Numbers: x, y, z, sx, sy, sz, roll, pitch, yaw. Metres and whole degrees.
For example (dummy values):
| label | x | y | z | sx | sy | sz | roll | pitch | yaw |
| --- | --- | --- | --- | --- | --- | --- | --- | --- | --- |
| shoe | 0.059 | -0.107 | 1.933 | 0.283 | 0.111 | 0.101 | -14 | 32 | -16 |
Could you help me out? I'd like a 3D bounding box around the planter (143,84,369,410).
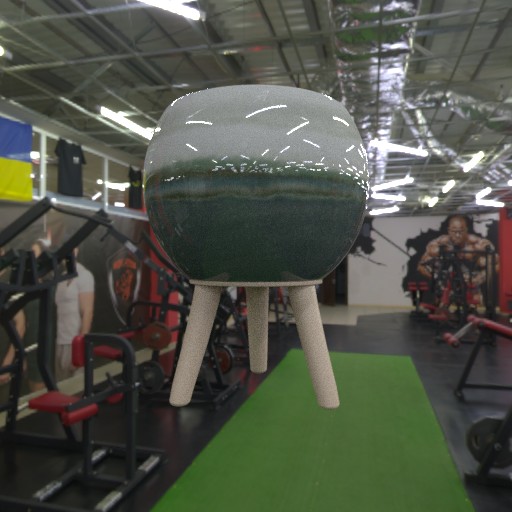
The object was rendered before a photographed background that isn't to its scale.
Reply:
| label | x | y | z | sx | sy | sz | roll | pitch | yaw |
| --- | --- | --- | --- | --- | --- | --- | --- | --- | --- |
| planter | 0.000 | 0.000 | 0.448 | 0.222 | 0.278 | 0.222 | 0 | 0 | 0 |
